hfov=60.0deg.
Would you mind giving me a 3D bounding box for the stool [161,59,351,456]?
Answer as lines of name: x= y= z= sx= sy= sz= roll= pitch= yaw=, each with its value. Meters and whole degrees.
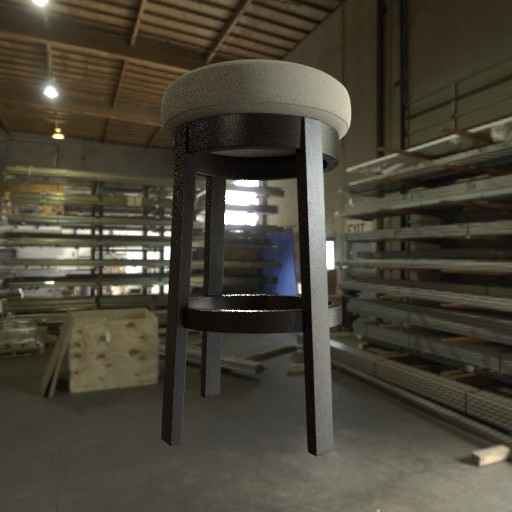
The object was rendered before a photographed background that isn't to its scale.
stool: x=0.000 y=0.000 z=1.019 sx=0.446 sy=0.758 sz=0.446 roll=0 pitch=0 yaw=0
